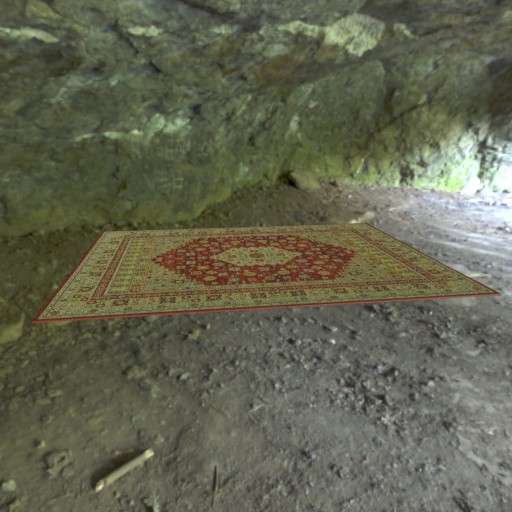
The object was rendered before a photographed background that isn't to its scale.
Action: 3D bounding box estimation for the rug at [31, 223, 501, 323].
[{"bbox_3d":[0.000,0.000,3.958,3.053,0.013,2.387,-2,16,-8],"label":"rug"}]
